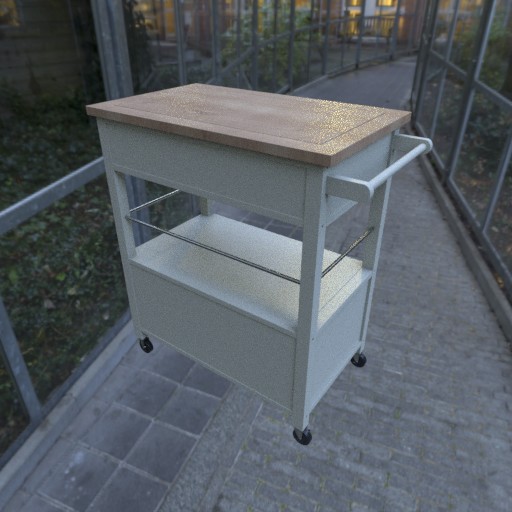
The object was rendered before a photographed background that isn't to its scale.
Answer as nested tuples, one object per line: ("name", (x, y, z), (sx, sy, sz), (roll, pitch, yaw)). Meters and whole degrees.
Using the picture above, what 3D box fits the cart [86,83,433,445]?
("cart", (0.000, 0.000, 1.411), (0.840, 0.901, 0.459), (20, 36, 30))
